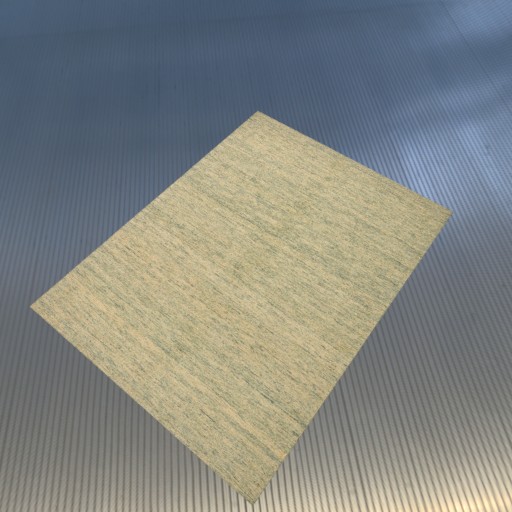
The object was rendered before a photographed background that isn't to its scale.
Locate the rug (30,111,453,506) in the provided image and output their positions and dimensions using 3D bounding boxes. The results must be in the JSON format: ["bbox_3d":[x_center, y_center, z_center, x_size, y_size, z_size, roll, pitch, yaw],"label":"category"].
[{"bbox_3d":[0.000,0.000,4.087,2.437,0.014,3.201,33,63,19],"label":"rug"}]
